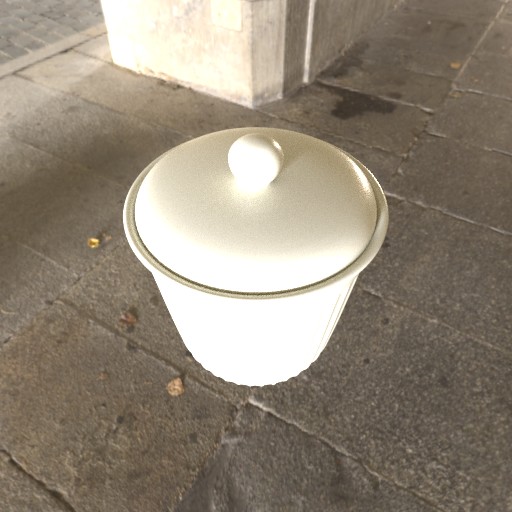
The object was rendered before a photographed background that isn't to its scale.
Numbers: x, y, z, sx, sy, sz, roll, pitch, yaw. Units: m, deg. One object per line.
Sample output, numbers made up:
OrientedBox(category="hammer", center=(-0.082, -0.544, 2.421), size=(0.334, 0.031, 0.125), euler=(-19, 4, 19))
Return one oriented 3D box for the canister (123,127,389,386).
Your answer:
OrientedBox(category="canister", center=(0.000, 0.000, 0.351), size=(0.181, 0.211, 0.181), euler=(0, 47, 0))
